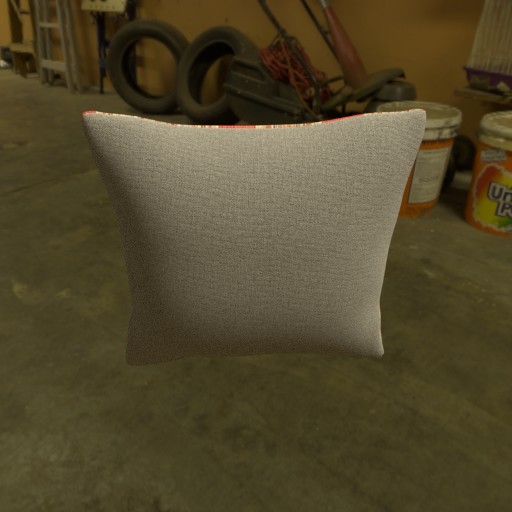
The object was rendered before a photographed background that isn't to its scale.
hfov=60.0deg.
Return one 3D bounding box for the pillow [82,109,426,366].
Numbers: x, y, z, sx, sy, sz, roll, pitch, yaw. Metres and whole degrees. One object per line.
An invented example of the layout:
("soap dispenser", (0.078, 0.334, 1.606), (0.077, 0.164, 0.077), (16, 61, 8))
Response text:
("pillow", (0.000, 0.000, 0.653), (0.437, 0.419, 0.136), (-1, 31, -2))
